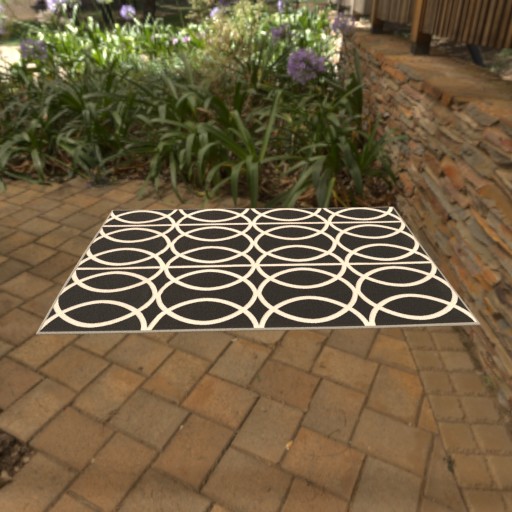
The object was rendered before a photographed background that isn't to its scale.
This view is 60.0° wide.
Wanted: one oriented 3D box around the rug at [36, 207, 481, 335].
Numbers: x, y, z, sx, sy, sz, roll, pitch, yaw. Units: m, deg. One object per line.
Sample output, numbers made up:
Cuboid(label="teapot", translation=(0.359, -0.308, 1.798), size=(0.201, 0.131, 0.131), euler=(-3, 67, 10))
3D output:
Cuboid(label="rug", translation=(0.000, 0.000, 2.924), size=(2.294, 0.014, 1.528), euler=(-1, 30, -2))
